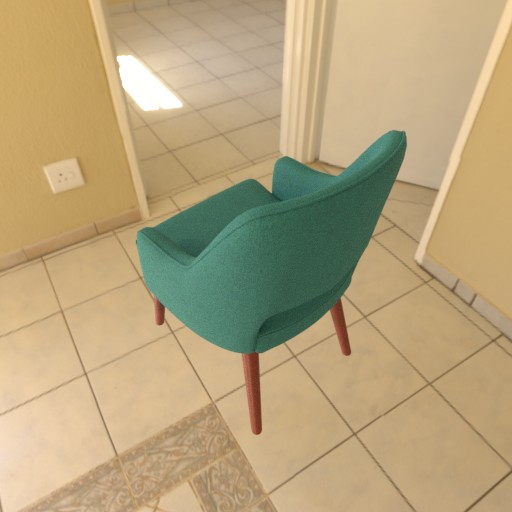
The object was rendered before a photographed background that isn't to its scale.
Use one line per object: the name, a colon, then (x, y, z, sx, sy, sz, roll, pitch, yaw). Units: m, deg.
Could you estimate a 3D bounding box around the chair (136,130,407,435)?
chair: (0.000, 0.000, 1.234, 0.548, 0.849, 0.605, -32, 54, -27)
